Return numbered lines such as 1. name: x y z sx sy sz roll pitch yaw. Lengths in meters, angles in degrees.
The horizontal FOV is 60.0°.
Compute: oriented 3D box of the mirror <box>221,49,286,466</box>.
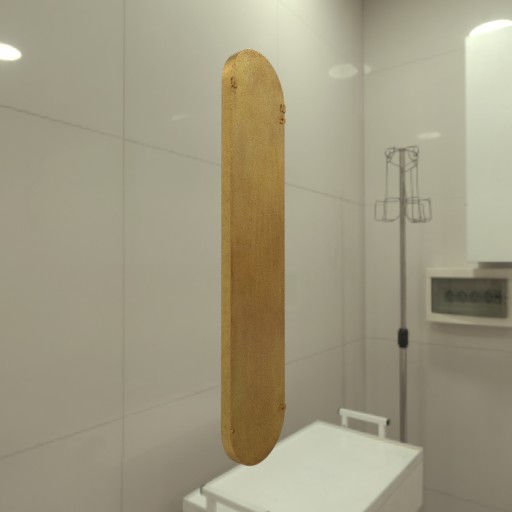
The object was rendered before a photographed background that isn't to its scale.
1. mirror: 0.000 0.000 1.077 0.032 0.991 0.222 -1 -1 36
